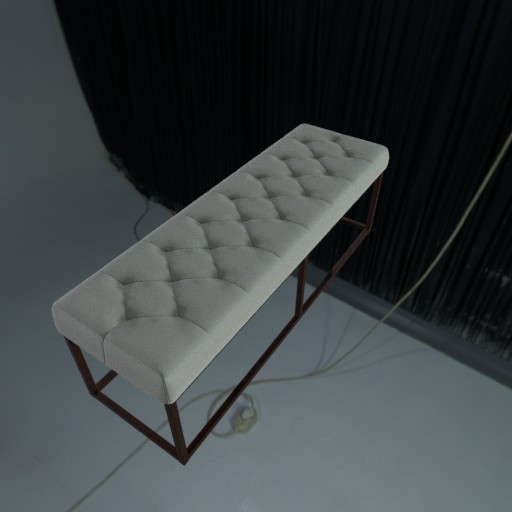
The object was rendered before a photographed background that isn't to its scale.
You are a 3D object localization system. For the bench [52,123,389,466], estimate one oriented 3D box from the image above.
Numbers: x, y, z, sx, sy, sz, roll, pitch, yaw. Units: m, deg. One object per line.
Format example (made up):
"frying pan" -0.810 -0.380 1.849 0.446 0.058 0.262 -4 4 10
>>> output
"bench" 0.000 0.000 1.787 0.479 0.488 1.488 24 47 25
